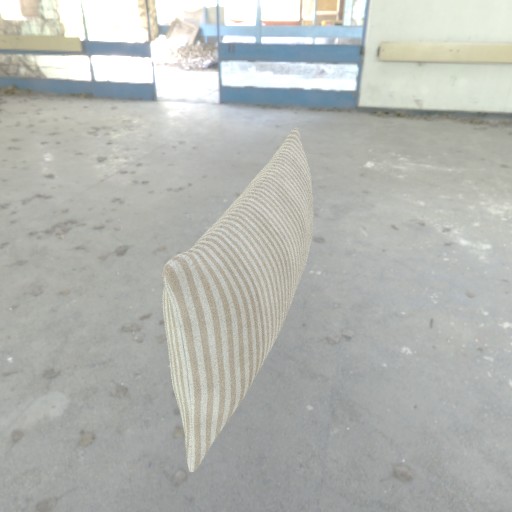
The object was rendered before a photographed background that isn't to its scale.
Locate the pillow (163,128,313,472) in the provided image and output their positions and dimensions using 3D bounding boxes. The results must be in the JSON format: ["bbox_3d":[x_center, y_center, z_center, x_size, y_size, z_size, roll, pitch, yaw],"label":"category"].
[{"bbox_3d":[0.000,0.000,0.734,0.151,0.295,0.617,8,29,14],"label":"pillow"}]
